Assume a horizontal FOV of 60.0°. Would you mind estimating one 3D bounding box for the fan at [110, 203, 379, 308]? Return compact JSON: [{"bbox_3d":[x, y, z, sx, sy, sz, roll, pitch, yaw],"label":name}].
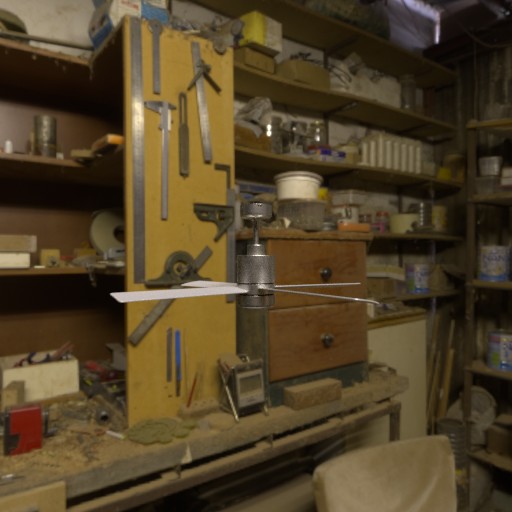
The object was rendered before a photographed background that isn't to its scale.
[{"bbox_3d":[0.000,0.000,2.369,1.525,0.539,1.525,0,0,-35],"label":"fan"}]
